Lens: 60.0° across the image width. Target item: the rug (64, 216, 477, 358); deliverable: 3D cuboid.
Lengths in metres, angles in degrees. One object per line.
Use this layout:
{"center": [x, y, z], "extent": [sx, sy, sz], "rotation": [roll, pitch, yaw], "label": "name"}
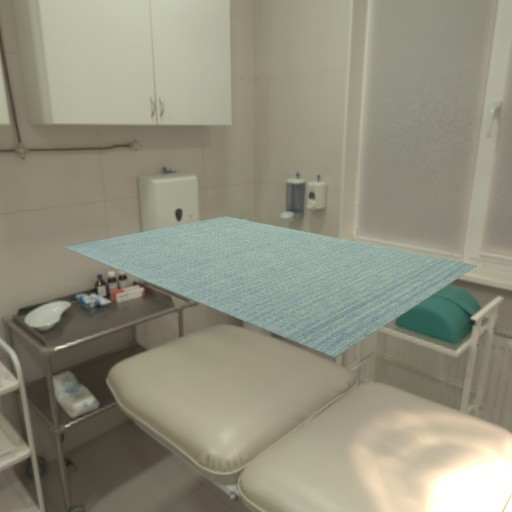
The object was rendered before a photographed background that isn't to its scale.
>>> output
{"center": [0.000, 0.000, 3.736], "extent": [2.895, 0.006, 1.982], "rotation": [15, 22, 41], "label": "rug"}
